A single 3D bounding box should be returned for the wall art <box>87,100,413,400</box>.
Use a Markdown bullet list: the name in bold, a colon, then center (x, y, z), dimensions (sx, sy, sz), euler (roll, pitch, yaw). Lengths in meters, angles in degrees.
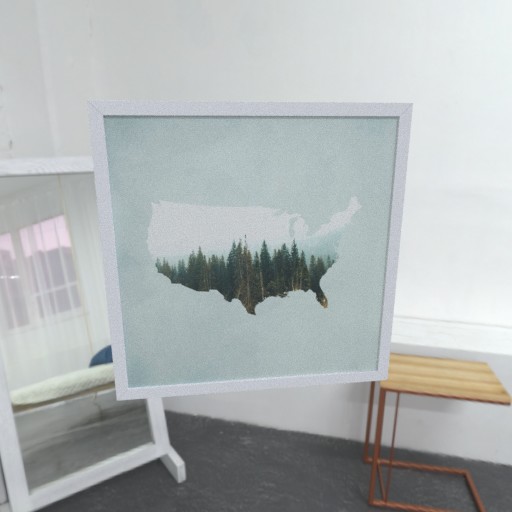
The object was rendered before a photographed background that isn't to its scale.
- **wall art**: center (0.000, 0.000, 0.776), dimensions (0.509, 0.509, 0.040), euler (-2, 16, -7)
